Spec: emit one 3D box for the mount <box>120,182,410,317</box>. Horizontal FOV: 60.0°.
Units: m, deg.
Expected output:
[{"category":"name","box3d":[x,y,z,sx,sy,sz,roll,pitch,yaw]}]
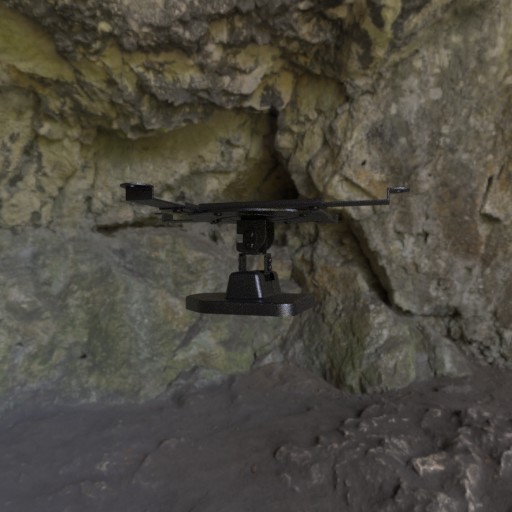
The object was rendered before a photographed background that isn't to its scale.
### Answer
[{"category":"mount","box3d":[0.000,0.000,0.602,0.394,0.141,0.394,0,-1,18]}]
